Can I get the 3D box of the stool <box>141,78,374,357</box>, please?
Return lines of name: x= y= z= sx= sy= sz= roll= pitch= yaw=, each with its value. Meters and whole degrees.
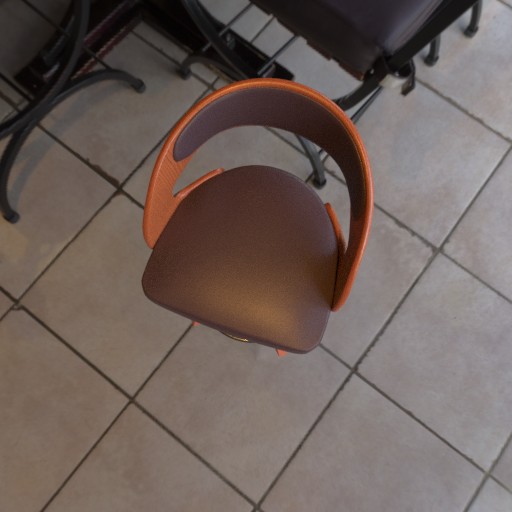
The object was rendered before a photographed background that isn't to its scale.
stool: x=0.000 y=0.000 z=1.213 sx=0.457 sy=0.940 sz=0.457 roll=19 pitch=78 yaw=4
